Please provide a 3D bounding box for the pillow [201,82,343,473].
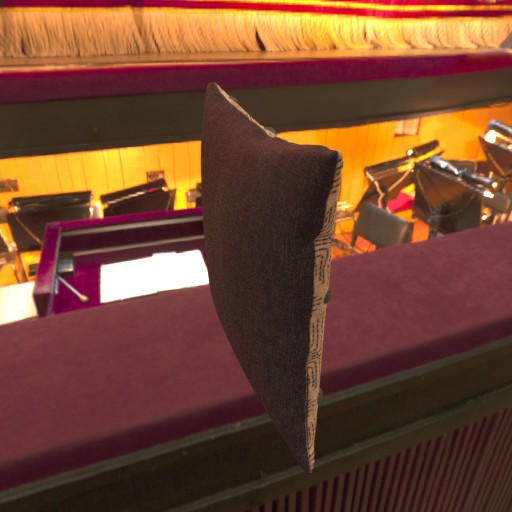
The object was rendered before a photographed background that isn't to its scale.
[{"bbox_3d":[0.000,0.000,0.776,0.145,0.510,0.510,-10,31,-17],"label":"pillow"}]
